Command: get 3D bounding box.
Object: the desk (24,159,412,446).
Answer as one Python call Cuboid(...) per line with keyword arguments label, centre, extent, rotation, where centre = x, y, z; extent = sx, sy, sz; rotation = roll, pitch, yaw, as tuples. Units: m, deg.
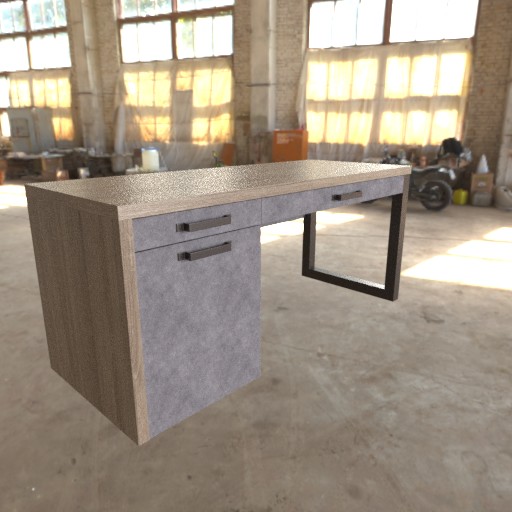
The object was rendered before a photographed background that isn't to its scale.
Cuboid(label="desk", centre=(0.000, 0.000, 2.066), extent=(0.690, 0.760, 1.700), rotation=(15, 22, 42))
